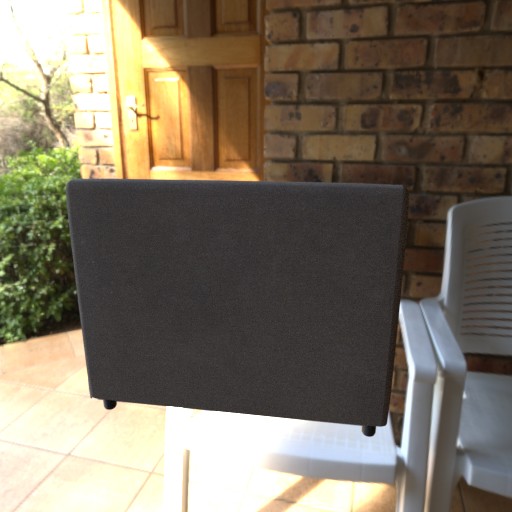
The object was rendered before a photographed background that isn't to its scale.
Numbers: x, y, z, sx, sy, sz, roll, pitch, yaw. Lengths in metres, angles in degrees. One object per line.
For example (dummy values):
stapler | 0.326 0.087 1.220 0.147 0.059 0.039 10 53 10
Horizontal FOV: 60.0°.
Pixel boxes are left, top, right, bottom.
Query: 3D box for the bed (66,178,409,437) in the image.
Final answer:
bed | 0.000 0.000 3.240 1.723 1.330 2.142 3 17 9
